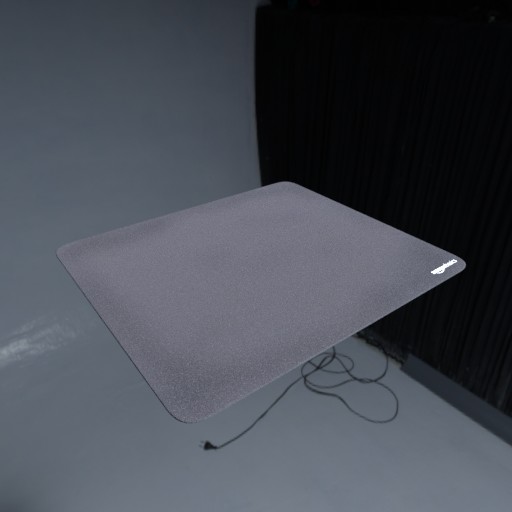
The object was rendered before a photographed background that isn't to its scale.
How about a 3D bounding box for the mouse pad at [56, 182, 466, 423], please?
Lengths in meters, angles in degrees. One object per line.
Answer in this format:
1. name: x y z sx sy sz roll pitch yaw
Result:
1. mouse pad: 0.000 0.000 0.627 0.451 0.002 0.393 -21 37 -31
